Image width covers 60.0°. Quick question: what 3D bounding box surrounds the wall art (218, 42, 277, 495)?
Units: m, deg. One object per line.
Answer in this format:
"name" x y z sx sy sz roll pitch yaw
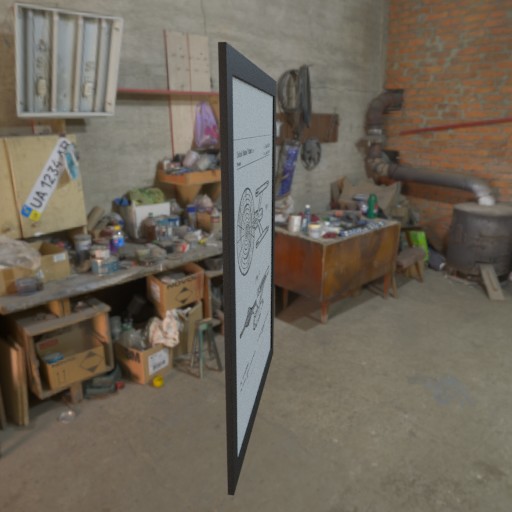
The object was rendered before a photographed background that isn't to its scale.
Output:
"wall art" 0.000 0.000 0.673 0.008 0.530 0.379 3 16 9
